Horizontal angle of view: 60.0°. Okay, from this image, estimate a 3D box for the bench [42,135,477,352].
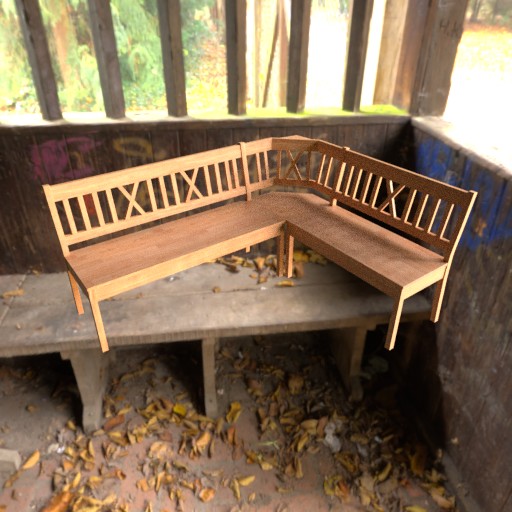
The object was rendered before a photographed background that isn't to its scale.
[{"bbox_3d":[0.000,0.000,2.748,1.937,0.902,1.537,-21,37,-30],"label":"bench"}]
